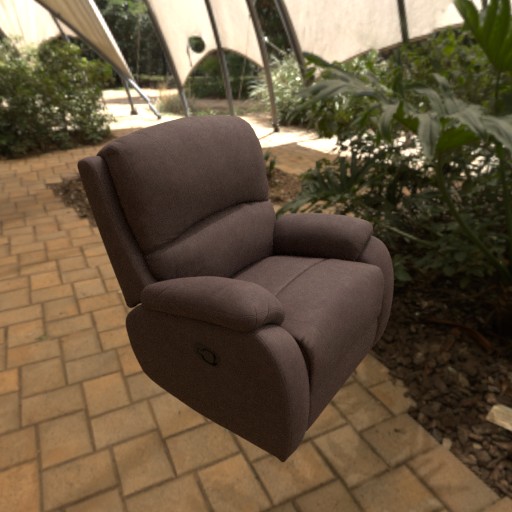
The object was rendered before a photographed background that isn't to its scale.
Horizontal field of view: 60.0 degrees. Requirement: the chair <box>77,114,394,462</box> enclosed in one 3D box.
[{"bbox_3d":[0.000,0.000,1.755,0.899,1.011,0.930,17,30,31],"label":"chair"}]
